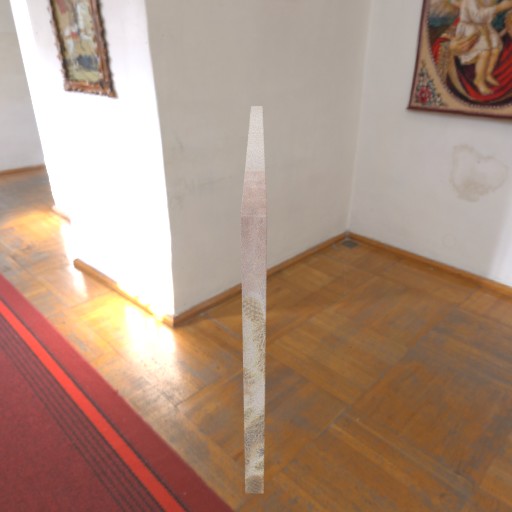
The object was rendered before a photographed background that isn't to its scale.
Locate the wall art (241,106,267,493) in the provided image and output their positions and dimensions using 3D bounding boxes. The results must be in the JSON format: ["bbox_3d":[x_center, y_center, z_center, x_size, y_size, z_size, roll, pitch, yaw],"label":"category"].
[{"bbox_3d":[0.000,0.000,1.163,0.040,0.608,0.916,0,28,0],"label":"wall art"}]
